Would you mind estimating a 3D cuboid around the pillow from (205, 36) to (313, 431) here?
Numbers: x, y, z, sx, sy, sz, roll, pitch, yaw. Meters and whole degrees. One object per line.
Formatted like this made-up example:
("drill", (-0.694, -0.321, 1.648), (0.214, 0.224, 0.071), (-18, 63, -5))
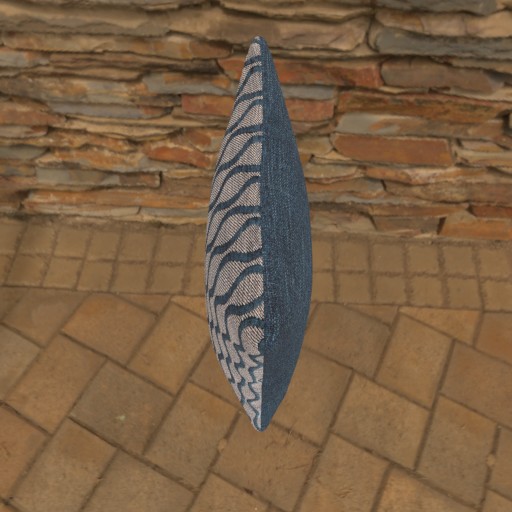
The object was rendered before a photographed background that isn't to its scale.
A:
("pillow", (0.000, 0.000, 0.665), (0.159, 0.435, 0.435), (-1, 60, -1))
